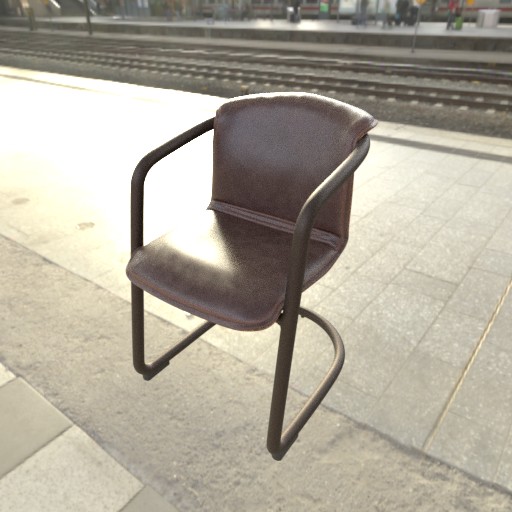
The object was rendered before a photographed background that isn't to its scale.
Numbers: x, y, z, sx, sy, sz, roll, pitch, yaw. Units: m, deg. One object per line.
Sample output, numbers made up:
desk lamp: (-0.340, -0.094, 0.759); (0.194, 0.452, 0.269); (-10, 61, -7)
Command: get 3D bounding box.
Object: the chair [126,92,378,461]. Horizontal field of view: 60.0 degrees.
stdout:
chair: (0.000, 0.000, 1.290); (0.536, 0.836, 0.664); (19, 35, 30)
